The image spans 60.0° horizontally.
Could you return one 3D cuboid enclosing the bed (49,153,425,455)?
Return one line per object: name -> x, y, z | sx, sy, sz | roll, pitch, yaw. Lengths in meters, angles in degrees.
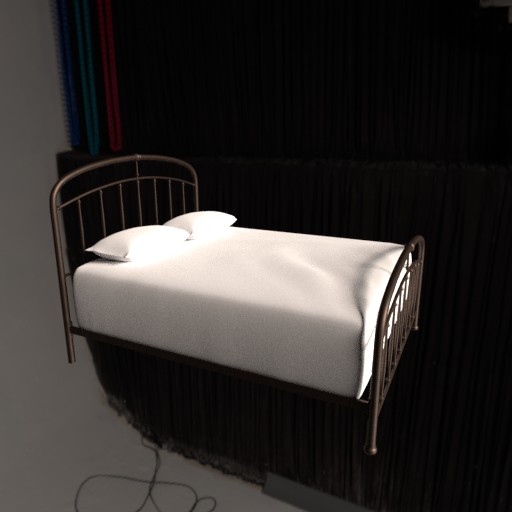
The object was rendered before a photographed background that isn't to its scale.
bed -> 0.000, 0.000, 3.239 | 2.180, 1.425, 1.711 | 7, 17, 25
